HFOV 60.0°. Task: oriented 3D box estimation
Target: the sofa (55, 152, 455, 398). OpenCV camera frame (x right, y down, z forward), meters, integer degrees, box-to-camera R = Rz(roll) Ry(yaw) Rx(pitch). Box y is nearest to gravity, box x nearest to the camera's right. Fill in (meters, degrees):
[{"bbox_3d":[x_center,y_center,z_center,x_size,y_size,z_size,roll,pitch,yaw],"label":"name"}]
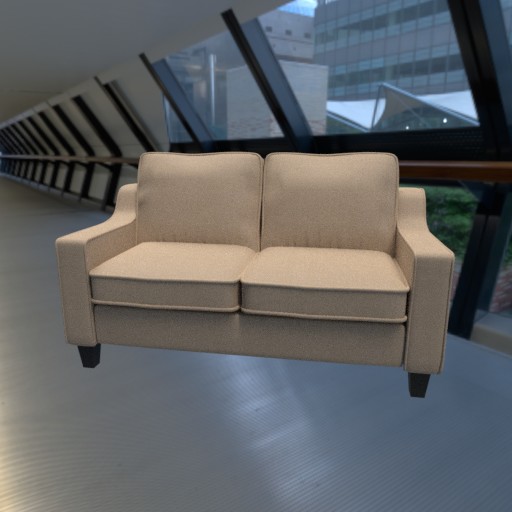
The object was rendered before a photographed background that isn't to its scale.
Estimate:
[{"bbox_3d":[0.000,0.000,3.444,2.587,1.562,1.351,2,14,10],"label":"sofa"}]
